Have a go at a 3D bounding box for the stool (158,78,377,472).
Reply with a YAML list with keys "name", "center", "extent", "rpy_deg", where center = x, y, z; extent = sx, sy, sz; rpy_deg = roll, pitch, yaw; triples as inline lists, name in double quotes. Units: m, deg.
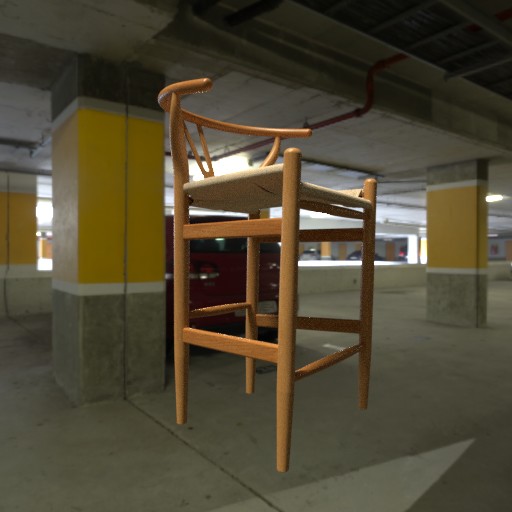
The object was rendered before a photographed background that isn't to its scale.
- name: "stool"
  center: [0.000, 0.000, 1.349]
  extent: [0.579, 0.970, 0.569]
  rpy_deg: [0, 0, 35]
